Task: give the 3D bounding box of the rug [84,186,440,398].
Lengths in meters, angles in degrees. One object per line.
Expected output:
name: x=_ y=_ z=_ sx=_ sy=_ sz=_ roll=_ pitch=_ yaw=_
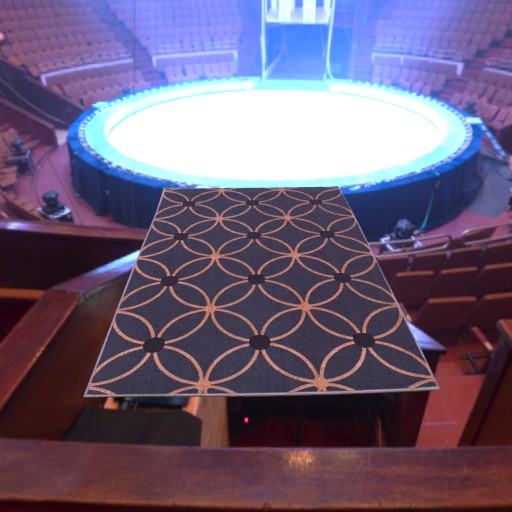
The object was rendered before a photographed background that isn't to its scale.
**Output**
rug: x=0.000 y=0.000 z=2.847 sx=1.522 sy=0.008 sz=2.284 roll=-1 pitch=31 yaw=-2
